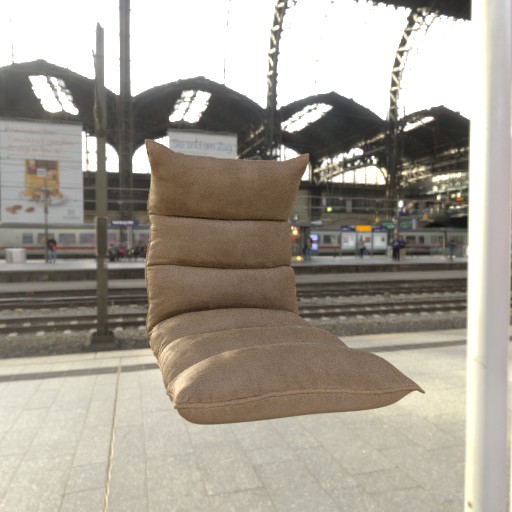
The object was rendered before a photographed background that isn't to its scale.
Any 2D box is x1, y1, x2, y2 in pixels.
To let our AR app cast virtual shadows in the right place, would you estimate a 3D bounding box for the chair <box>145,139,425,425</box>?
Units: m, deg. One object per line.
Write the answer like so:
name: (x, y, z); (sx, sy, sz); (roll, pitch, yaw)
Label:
chair: (0.000, 0.000, 1.559); (0.714, 0.892, 0.985); (-1, 2, -18)
